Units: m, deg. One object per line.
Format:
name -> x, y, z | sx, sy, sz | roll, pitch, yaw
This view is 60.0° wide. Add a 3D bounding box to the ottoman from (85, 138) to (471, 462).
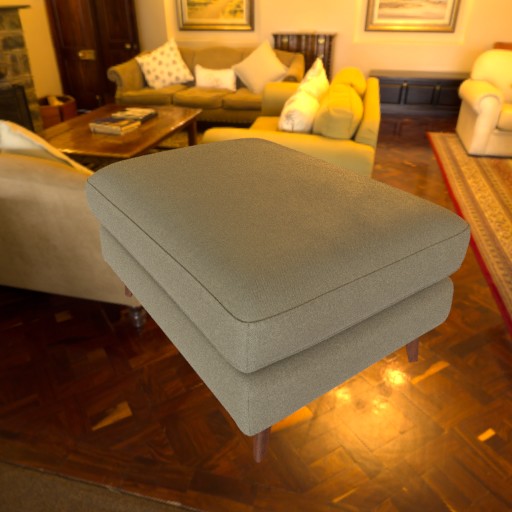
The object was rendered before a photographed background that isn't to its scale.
ottoman -> 0.000, 0.000, 1.140 | 0.608, 0.449, 0.811 | -20, 35, -30
